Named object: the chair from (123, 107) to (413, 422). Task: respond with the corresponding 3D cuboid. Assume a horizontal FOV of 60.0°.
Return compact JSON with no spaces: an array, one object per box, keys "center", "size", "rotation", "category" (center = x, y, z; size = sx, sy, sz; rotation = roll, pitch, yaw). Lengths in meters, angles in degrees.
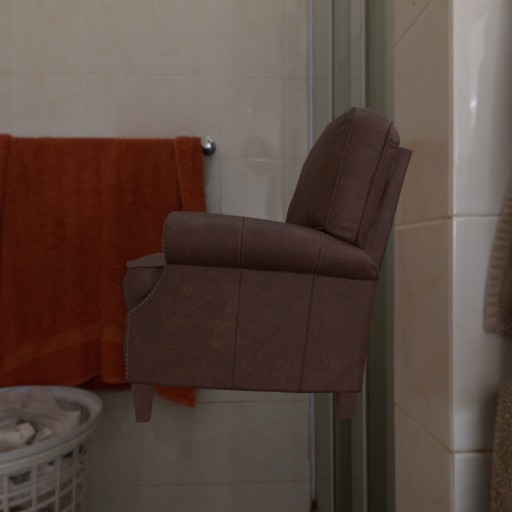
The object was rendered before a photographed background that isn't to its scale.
[{"center":[0.000,0.000,1.738],"size":[0.986,1.018,0.936],"rotation":[0,1,-1],"category":"chair"}]
